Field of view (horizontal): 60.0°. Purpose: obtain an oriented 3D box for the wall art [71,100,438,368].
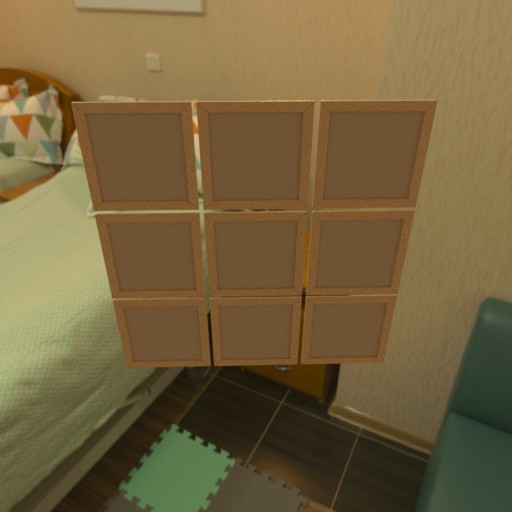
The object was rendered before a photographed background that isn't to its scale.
[{"bbox_3d":[0.000,0.000,2.234,1.519,1.507,0.014,-1,31,-1],"label":"wall art"}]
